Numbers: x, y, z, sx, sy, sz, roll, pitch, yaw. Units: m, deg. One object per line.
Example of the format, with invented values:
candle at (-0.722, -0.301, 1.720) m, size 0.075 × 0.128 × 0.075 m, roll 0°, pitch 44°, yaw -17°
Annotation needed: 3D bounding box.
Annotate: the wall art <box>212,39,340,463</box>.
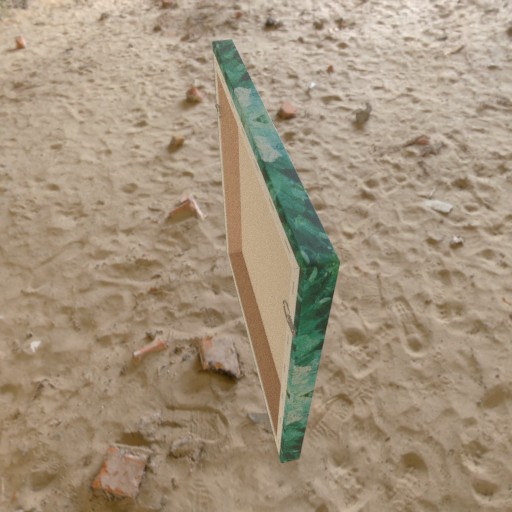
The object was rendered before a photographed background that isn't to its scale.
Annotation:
wall art at (0.000, 0.000, 0.741) m, size 0.038 × 0.508 × 0.507 m, roll -10°, pitch 48°, yaw -9°
